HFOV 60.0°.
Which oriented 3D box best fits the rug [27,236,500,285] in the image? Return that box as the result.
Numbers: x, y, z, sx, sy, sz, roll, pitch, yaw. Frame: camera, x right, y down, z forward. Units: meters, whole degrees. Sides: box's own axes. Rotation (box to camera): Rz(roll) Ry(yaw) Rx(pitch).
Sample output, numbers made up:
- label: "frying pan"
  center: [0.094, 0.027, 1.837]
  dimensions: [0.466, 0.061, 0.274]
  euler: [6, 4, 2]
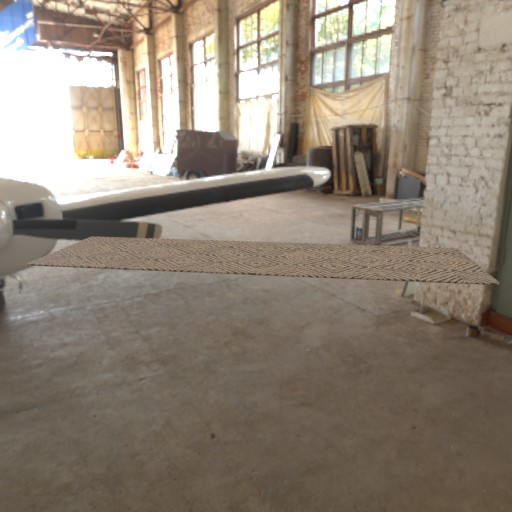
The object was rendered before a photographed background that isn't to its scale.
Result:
- label: "rug"
  center: [0.000, 0.000, 2.431]
  dimensions: [2.277, 0.008, 0.676]
  euler: [2, 15, 8]
